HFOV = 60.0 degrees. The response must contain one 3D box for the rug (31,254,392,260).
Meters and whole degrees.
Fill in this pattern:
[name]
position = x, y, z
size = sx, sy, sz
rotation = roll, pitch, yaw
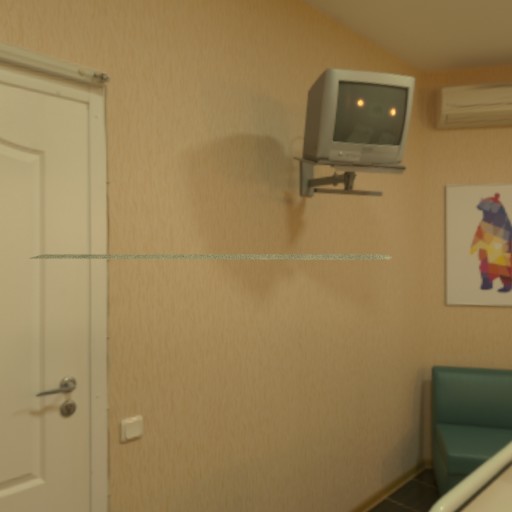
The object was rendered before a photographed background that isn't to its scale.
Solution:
[rug]
position = 0.000, 0.000, 3.984
size = 2.332, 0.027, 2.933
rotation = 0, 0, 17
